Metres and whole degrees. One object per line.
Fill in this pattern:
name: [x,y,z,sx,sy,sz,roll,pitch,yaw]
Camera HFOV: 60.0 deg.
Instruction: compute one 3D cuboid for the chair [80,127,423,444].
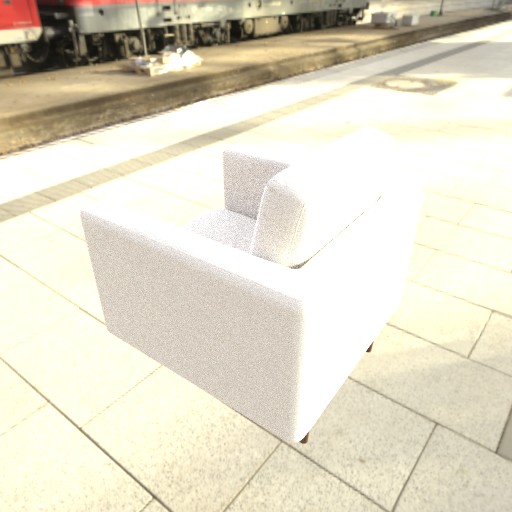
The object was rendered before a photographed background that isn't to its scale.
chair: [0.000,0.000,1.598,0.879,0.899,0.831,21,38,30]
